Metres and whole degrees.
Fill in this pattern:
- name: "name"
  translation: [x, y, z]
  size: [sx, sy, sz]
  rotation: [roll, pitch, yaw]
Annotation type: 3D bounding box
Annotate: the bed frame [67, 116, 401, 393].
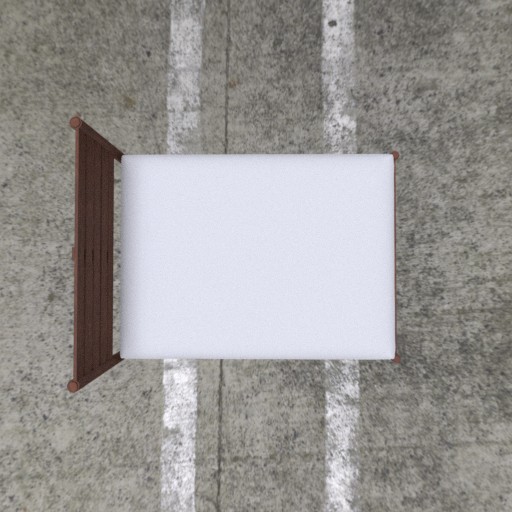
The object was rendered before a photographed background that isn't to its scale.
- name: "bed frame"
  translation: [0.000, 0.000, 3.288]
  size: [2.234, 1.321, 1.655]
  rotation: [0, 89, 1]
